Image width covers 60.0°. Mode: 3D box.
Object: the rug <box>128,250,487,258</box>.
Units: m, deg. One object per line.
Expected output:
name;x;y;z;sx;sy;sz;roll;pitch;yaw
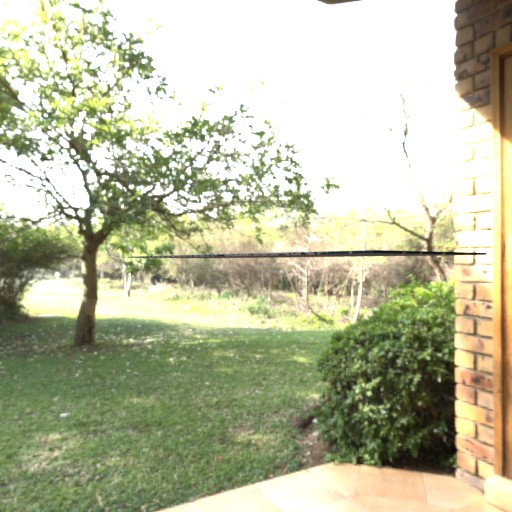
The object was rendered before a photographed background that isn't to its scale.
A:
rug;0.000;0.000;2.709;0.750;0.011;2.435;1;-1;-35
